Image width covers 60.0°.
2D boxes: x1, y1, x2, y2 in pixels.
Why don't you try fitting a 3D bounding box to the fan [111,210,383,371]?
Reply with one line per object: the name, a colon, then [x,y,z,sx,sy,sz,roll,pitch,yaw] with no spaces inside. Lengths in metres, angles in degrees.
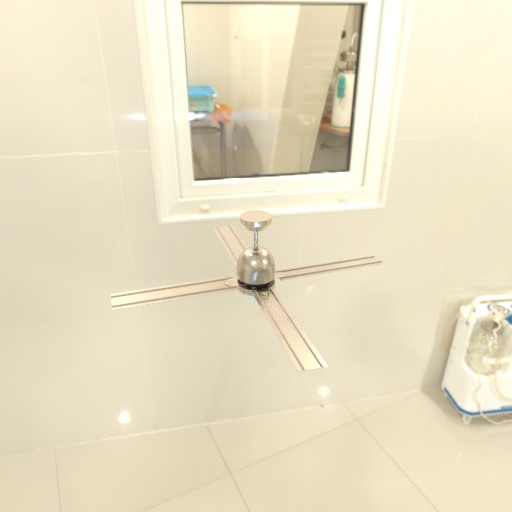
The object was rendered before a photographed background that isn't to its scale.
fan: [0.000,0.000,2.088,1.346,0.406,1.346,-9,29,-17]
